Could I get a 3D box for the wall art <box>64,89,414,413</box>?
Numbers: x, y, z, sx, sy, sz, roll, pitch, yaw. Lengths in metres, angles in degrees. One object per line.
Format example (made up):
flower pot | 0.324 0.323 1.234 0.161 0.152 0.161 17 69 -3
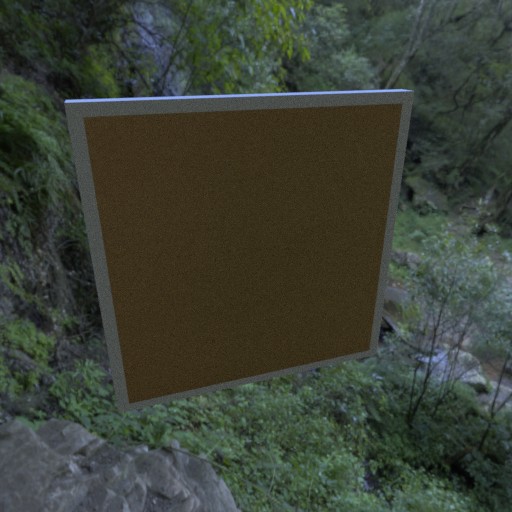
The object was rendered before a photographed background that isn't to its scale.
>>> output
wall art | 0.000 0.000 0.447 0.307 0.307 0.020 -8 26 -17
